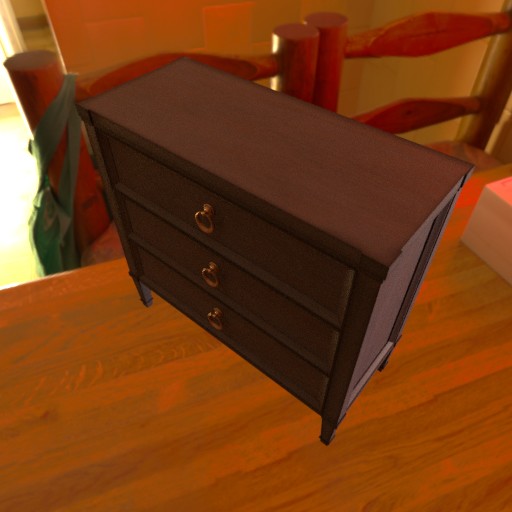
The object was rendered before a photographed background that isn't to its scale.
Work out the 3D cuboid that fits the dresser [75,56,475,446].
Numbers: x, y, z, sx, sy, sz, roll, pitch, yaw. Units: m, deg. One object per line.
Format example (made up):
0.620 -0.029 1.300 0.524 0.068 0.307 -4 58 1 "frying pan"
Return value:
0.000 0.000 1.577 1.049 0.986 0.463 31 54 26 "dresser"
